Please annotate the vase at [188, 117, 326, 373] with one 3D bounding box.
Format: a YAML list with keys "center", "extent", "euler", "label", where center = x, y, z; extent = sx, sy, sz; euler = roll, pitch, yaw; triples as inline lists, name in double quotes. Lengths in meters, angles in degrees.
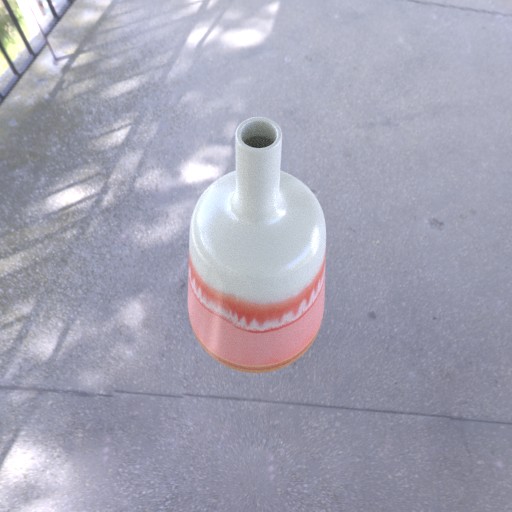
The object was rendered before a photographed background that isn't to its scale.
- center: [0.000, 0.000, 0.379]
  extent: [0.144, 0.296, 0.144]
  euler: [0, 62, 0]
  label: "vase"
